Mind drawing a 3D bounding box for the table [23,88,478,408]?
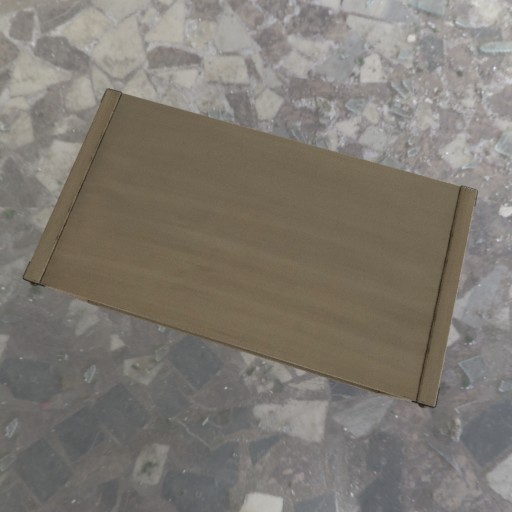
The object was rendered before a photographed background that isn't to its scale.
[{"bbox_3d":[0.000,0.000,1.304,1.016,0.456,0.559,17,76,4],"label":"table"}]
